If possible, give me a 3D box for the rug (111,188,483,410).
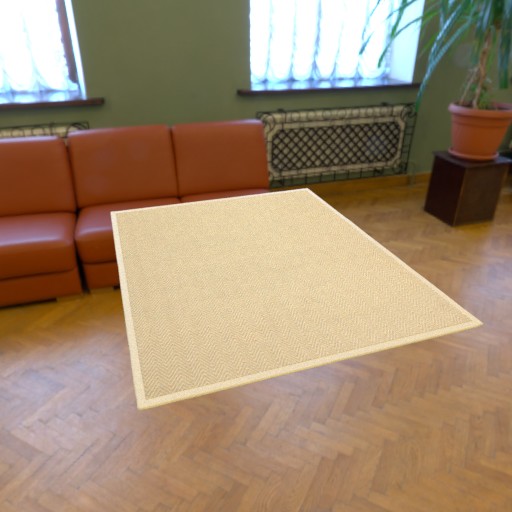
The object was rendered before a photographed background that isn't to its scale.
[{"bbox_3d":[0.000,0.000,4.063,2.423,0.019,3.009,-9,30,-17],"label":"rug"}]
